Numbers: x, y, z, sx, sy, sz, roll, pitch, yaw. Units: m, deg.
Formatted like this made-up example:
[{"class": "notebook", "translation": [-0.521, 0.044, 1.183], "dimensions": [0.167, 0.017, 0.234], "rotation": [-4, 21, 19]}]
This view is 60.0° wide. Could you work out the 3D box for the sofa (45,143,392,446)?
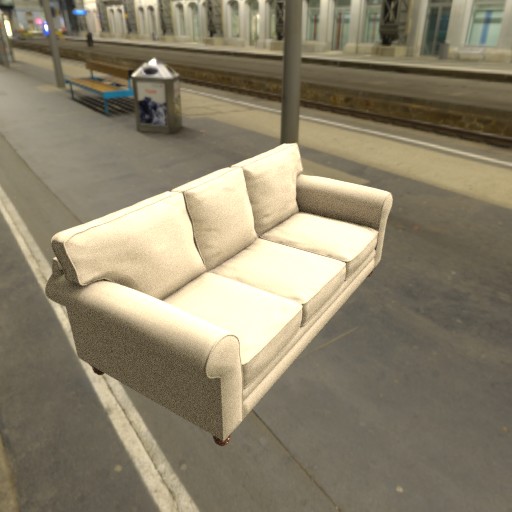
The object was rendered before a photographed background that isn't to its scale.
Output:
[{"class": "sofa", "translation": [0.000, 0.000, 2.660], "dimensions": [0.998, 0.889, 2.118], "rotation": [17, 32, 29]}]
